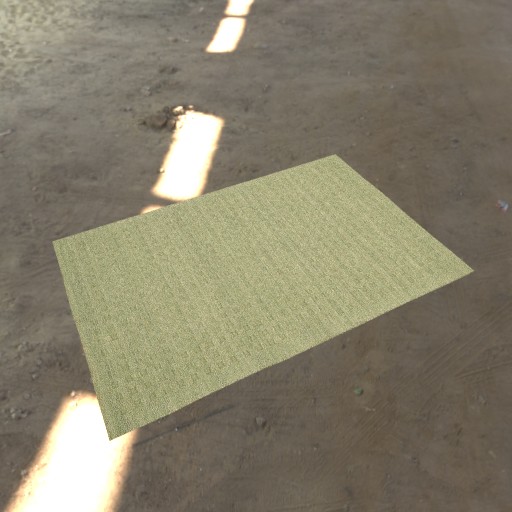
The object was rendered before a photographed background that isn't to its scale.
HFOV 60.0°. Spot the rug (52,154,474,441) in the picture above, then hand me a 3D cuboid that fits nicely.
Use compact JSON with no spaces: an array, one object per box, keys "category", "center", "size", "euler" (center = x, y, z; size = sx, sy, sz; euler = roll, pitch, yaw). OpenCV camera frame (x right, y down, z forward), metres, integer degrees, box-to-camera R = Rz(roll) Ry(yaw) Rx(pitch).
[{"category":"rug","center":[0.000,0.000,2.182],"size":[1.747,0.006,1.143],"euler":[-20,49,-19]}]
